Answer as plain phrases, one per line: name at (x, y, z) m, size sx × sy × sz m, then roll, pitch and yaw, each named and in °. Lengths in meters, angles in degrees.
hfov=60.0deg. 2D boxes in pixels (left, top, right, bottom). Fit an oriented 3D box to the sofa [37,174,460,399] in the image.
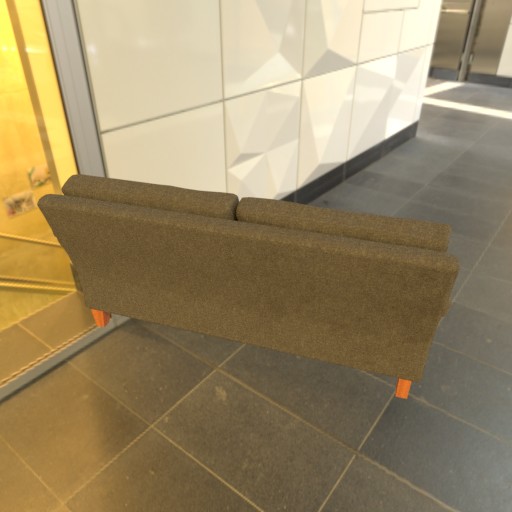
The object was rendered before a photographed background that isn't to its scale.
sofa at (0.000, 0.000, 2.728) m, size 2.160 × 1.054 × 1.087 m, roll 10°, pitch 33°, yaw 15°
